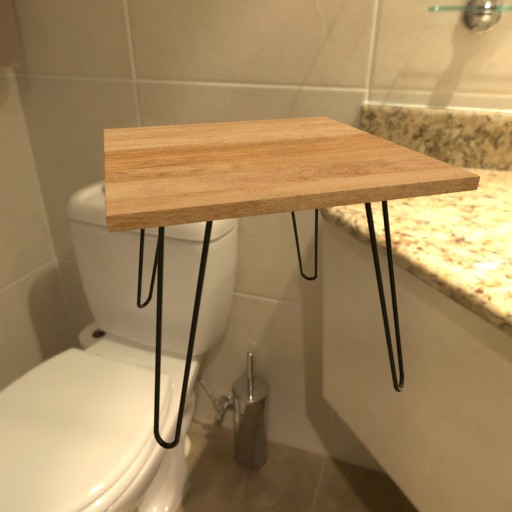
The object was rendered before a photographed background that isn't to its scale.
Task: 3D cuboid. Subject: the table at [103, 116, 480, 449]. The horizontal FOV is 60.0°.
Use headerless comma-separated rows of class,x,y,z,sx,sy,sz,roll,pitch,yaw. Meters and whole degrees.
table,0.000,0.000,1.026,0.599,0.500,0.599,-8,28,-15
